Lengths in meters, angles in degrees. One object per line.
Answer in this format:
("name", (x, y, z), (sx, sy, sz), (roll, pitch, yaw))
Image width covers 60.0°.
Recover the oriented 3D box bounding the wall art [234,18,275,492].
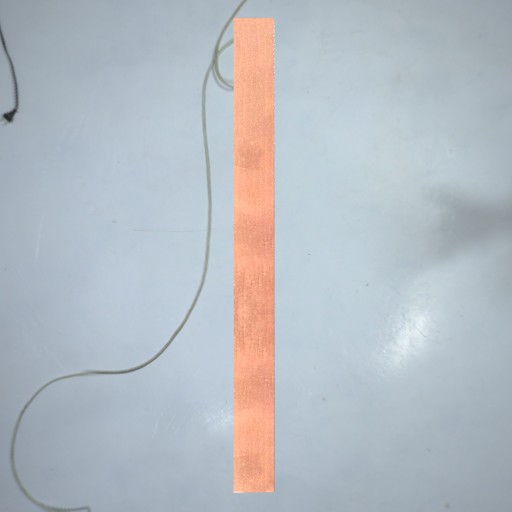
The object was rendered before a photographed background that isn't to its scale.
("wall art", (0.000, 0.000, 0.577), (0.035, 0.403, 0.403), (0, 90, 0))
